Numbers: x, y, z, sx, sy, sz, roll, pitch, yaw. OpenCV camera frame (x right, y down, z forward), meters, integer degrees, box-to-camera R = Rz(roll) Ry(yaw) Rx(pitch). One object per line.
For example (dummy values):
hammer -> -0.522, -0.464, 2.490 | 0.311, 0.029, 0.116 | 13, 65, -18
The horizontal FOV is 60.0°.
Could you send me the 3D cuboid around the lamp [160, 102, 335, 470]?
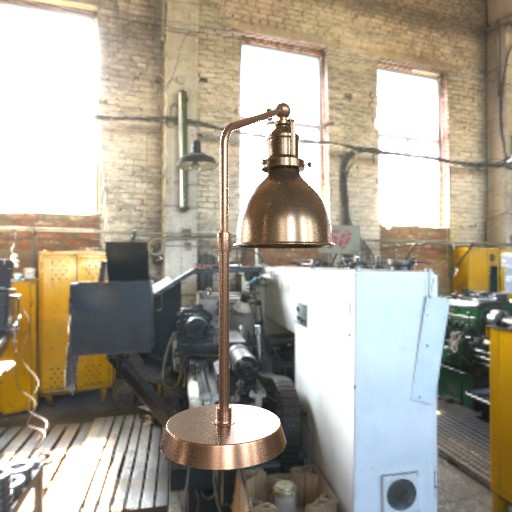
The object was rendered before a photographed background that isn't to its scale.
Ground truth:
lamp -> 0.000, 0.000, 0.600 | 0.153, 0.456, 0.286 | -1, -1, 36
